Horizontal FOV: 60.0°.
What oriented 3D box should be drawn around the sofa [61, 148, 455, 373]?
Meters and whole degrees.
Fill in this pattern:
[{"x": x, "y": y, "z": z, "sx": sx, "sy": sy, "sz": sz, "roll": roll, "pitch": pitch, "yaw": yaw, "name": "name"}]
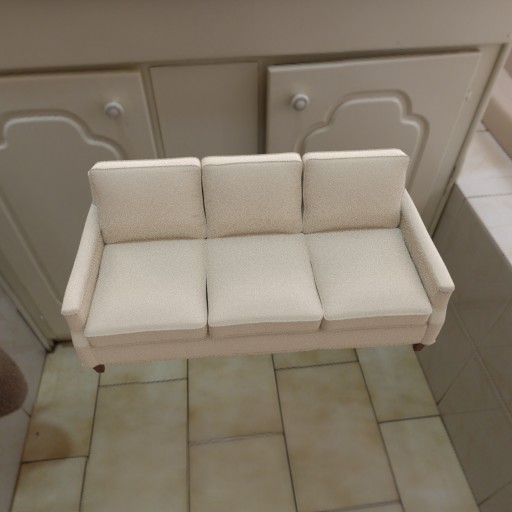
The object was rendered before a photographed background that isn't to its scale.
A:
[{"x": 0.000, "y": 0.000, "z": 2.896, "sx": 2.246, "sy": 1.003, "sz": 1.084, "roll": -3, "pitch": 48, "yaw": -3, "name": "sofa"}]
